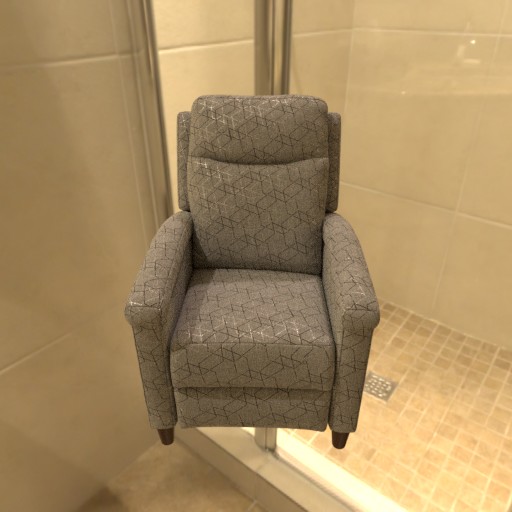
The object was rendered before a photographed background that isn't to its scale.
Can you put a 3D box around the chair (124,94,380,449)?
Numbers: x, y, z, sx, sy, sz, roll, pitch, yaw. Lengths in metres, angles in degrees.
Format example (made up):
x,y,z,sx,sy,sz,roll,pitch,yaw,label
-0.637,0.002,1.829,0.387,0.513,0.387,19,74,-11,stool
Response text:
x,y,z,sx,sy,sz,roll,pitch,yaw,label
0.000,0.000,1.689,0.753,1.048,0.987,1,30,1,chair
